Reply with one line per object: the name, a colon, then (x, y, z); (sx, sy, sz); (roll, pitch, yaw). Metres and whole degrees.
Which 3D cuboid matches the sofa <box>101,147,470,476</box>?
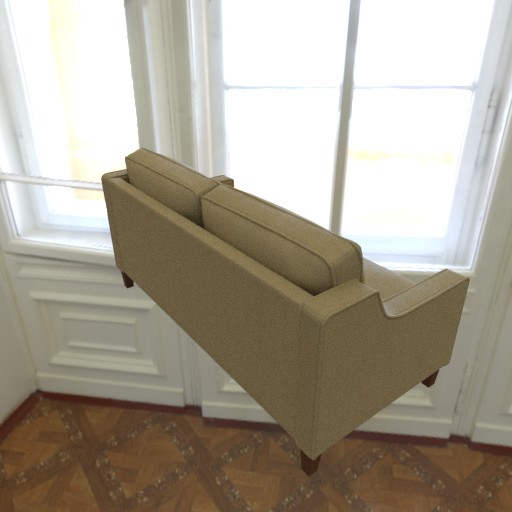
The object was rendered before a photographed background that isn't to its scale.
sofa: (0.000, 0.000, 2.754); (1.066, 1.071, 2.178); (-19, 33, -33)
